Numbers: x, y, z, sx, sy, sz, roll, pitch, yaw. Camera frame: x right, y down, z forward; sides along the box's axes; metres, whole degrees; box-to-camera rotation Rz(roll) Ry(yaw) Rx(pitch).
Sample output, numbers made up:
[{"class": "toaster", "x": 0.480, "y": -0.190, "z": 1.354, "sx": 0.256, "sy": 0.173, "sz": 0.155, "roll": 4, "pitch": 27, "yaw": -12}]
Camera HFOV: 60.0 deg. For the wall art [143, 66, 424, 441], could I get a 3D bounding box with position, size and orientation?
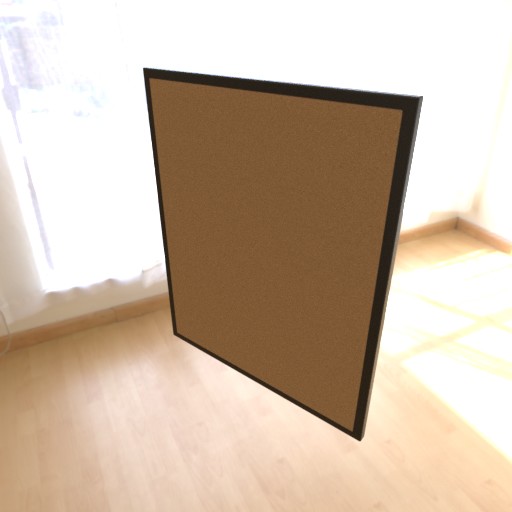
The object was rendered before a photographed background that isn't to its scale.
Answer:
[{"class": "wall art", "x": 0.000, "y": 0.000, "z": 0.777, "sx": 0.481, "sy": 0.582, "sz": 0.018, "roll": 21, "pitch": 35, "yaw": 33}]
